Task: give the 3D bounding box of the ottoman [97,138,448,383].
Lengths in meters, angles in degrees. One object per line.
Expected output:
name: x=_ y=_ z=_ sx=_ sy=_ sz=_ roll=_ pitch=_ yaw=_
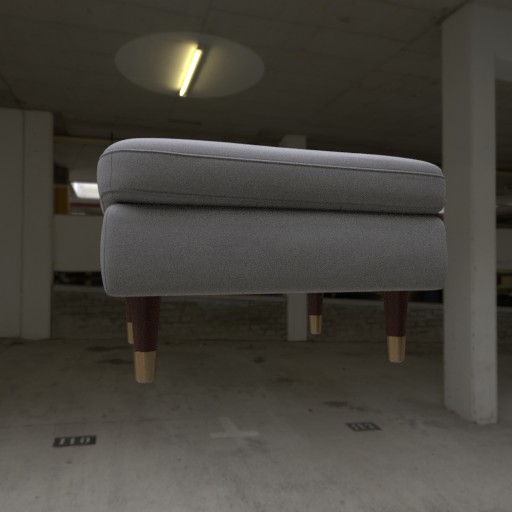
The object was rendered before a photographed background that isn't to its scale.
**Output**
ottoman: x=0.000 y=0.000 z=1.111 sx=0.747 sy=0.478 sz=0.593 roll=0 pitch=-1 yaw=-18
